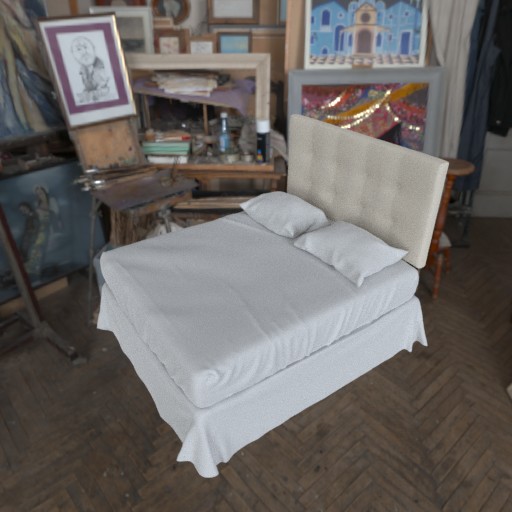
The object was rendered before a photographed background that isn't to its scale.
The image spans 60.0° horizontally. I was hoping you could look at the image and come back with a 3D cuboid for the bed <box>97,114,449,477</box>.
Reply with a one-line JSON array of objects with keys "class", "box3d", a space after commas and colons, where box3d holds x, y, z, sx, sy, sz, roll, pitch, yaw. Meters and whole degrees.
[{"class": "bed", "box3d": [0.000, 0.000, 3.436, 2.222, 1.577, 1.936, -20, 36, -29]}]
